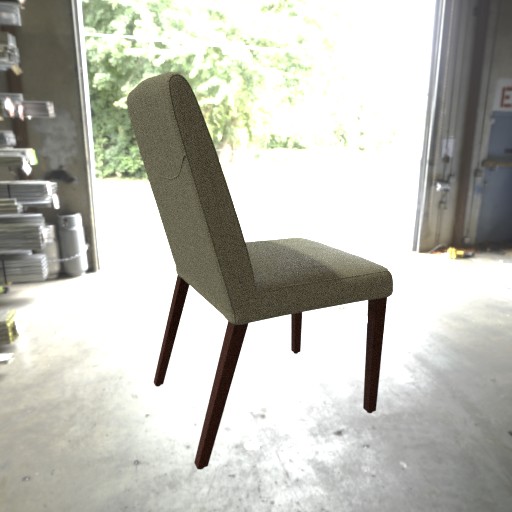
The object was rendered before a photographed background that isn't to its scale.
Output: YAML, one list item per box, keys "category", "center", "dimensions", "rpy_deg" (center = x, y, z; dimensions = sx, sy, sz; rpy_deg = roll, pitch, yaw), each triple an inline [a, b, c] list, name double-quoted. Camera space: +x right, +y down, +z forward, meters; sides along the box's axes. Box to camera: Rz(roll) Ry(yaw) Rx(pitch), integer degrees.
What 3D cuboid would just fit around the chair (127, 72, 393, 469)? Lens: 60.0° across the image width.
- category: "chair"
  center: [0.000, 0.000, 1.244]
  dimensions: [0.594, 0.900, 0.480]
  rpy_deg: [-7, 16, -25]
